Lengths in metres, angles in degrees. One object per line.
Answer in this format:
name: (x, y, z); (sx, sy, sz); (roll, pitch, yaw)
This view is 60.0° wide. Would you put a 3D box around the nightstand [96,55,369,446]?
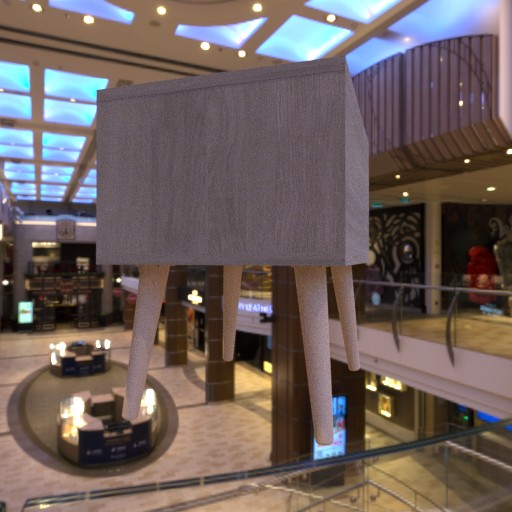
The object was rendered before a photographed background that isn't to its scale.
nightstand: (0.000, 0.000, 0.826); (0.380, 0.500, 0.450); (0, 0, 18)
